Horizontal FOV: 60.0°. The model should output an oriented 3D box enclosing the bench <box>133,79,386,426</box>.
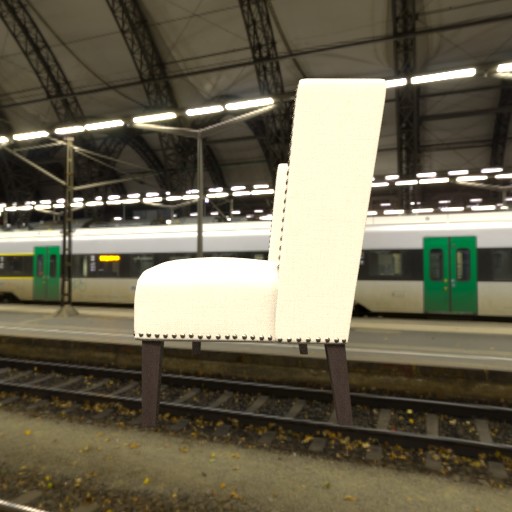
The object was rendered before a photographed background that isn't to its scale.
[{"bbox_3d":[0.000,0.000,2.045,0.847,1.123,1.280,0,-2,0],"label":"bench"}]
